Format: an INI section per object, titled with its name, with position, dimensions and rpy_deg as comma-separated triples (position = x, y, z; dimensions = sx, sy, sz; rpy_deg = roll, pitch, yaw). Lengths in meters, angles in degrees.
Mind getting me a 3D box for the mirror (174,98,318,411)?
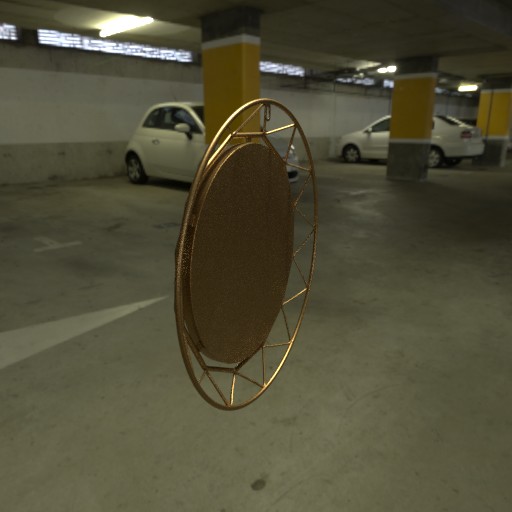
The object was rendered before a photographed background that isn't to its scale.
[mirror]
position = 0.000, 0.000, 0.679
dimensions = 0.043, 0.454, 0.454
rpy_deg = 8, 18, 26
